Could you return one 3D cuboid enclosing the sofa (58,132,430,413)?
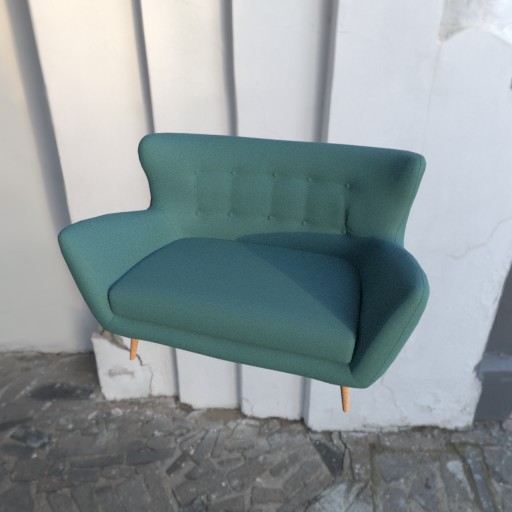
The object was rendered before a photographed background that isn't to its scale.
[{"bbox_3d":[0.000,0.000,1.966,1.397,0.889,0.889,9,29,16],"label":"sofa"}]
